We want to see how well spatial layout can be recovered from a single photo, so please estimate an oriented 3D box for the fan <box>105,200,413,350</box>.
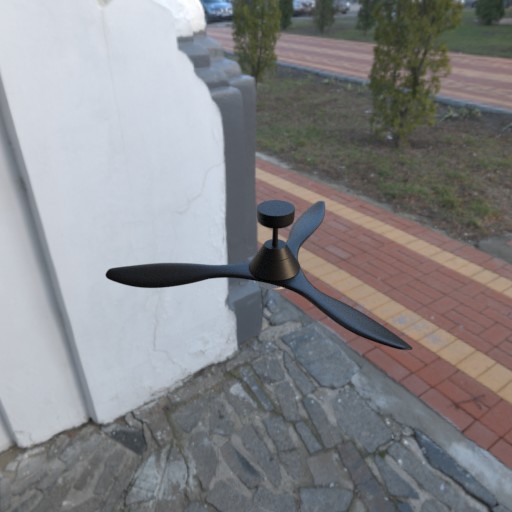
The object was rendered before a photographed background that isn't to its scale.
[{"bbox_3d":[0.000,0.000,1.619,1.067,0.305,1.067,-10,32,-16],"label":"fan"}]
